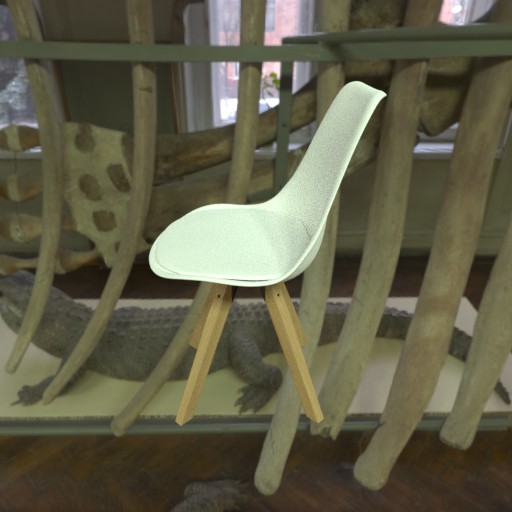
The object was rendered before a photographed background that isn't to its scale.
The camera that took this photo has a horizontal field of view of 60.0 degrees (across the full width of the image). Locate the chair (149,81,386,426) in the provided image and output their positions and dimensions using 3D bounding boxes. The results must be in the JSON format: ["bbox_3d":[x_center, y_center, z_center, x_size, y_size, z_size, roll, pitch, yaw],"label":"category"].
[{"bbox_3d":[0.000,0.000,1.181,0.550,0.849,0.485,-1,27,-1],"label":"chair"}]
